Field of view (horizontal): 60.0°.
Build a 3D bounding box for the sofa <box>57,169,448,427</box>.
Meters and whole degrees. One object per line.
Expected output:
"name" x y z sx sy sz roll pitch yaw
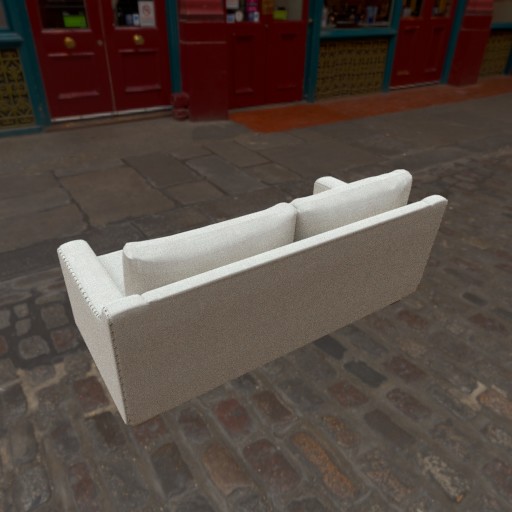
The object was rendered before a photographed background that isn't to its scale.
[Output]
"sofa" 0.000 0.000 2.772 2.107 0.983 1.104 -18 35 -28
